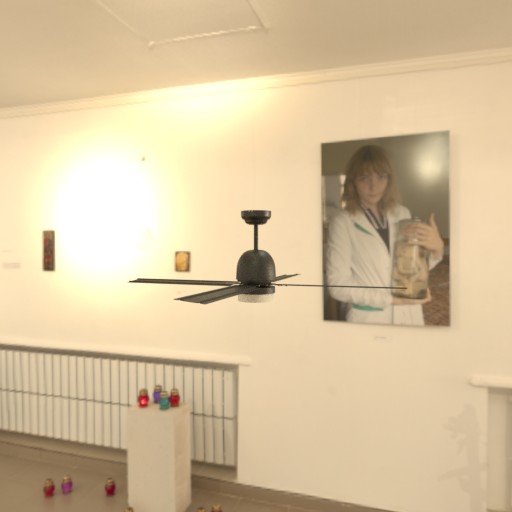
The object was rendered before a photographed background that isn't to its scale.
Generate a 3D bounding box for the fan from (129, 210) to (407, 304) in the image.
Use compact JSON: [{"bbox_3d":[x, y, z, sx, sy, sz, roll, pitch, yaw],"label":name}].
[{"bbox_3d":[0.000,0.000,2.036,1.319,0.410,1.319,0,2,17],"label":"fan"}]
